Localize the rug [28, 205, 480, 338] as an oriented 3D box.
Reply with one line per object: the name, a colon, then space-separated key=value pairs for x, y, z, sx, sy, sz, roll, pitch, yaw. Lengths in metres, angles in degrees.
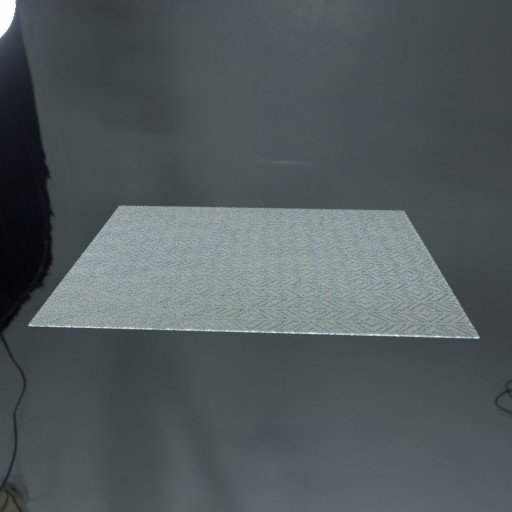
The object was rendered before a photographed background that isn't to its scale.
rug: x=0.000 y=0.000 z=2.316 sx=1.824 sy=0.008 sz=1.220 roll=1 pitch=30 yaw=2
